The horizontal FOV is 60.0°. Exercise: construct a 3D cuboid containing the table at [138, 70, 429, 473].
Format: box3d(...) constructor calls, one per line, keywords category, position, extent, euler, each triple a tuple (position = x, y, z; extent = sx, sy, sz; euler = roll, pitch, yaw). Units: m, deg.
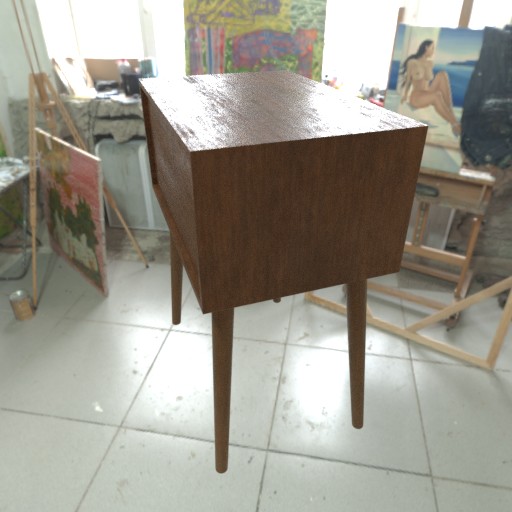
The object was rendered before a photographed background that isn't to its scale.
box3d(category="table", position=(0.000, 0.000, 0.842), extent=(0.307, 0.580, 0.454), euler=(-10, 33, -17))
